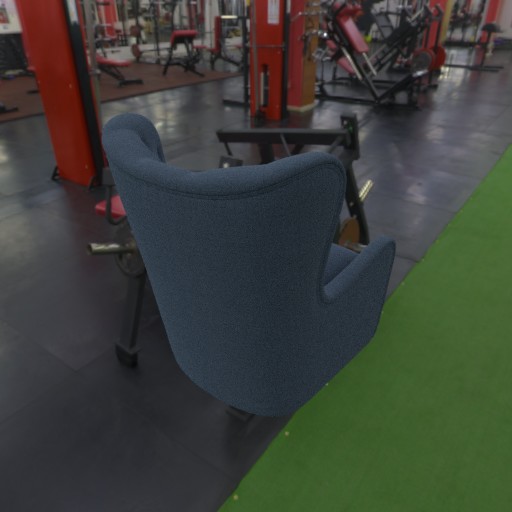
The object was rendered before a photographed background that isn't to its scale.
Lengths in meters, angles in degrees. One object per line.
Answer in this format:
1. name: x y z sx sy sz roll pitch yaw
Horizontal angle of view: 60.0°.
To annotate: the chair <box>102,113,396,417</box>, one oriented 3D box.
1. chair: 0.000 0.000 1.752 0.831 1.079 0.930 21 36 33
